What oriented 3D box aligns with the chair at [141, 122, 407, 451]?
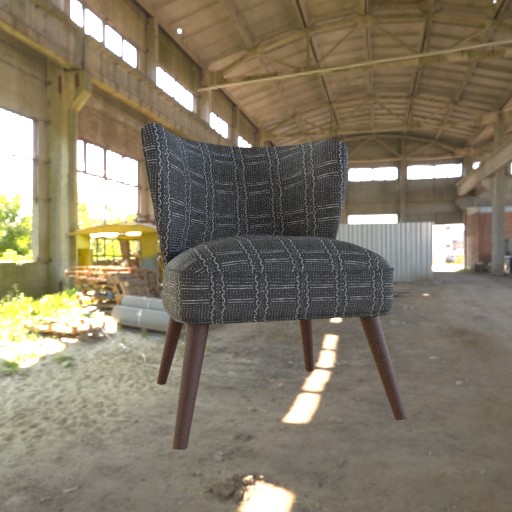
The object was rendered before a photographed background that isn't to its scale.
[{"bbox_3d":[0.000,0.000,1.422,0.710,0.866,0.758,0,0,-18],"label":"chair"}]
